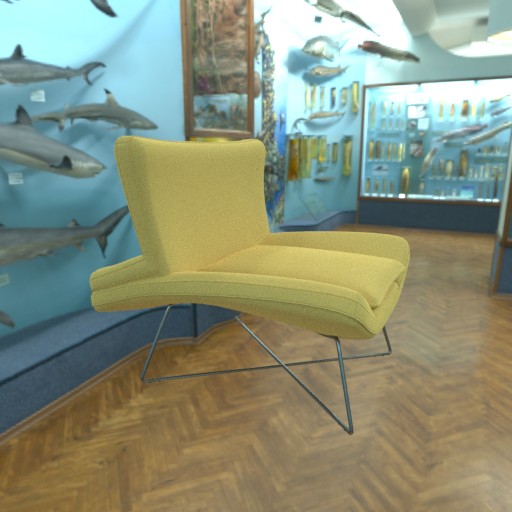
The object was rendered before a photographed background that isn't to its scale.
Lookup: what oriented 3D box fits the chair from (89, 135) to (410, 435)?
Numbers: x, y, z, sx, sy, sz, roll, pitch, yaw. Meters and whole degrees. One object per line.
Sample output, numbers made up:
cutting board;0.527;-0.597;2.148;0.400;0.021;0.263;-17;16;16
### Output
chair;0.000;0.000;1.652;1.008;0.855;0.859;7;16;26
